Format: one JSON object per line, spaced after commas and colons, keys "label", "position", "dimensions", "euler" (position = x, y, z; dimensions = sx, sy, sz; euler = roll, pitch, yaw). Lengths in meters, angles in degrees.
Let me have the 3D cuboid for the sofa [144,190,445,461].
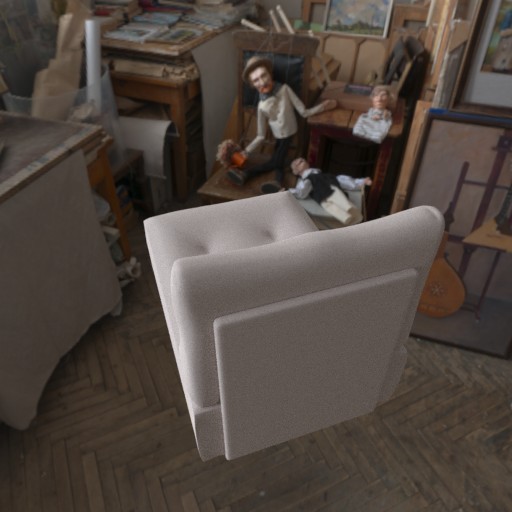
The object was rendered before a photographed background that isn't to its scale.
{"label": "sofa", "position": [0.000, 0.000, 1.578], "dimensions": [0.700, 0.820, 1.000], "euler": [-13, 42, -14]}
